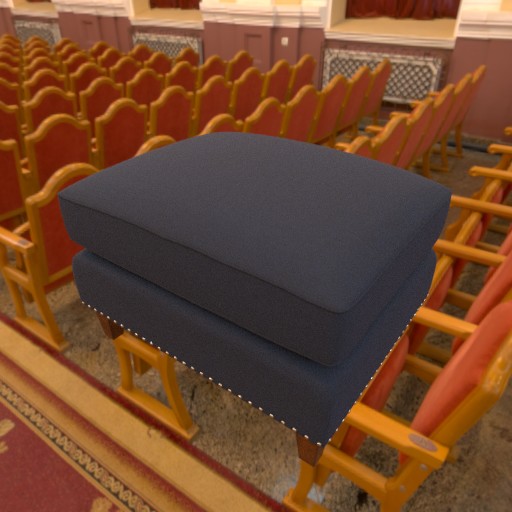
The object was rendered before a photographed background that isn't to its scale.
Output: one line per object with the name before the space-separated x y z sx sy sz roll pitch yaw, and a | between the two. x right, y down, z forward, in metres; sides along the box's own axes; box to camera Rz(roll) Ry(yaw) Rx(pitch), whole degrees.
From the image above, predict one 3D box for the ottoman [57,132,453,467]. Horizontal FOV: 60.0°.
ottoman | 0.000 0.000 1.112 0.741 0.513 0.584 21 38 30
